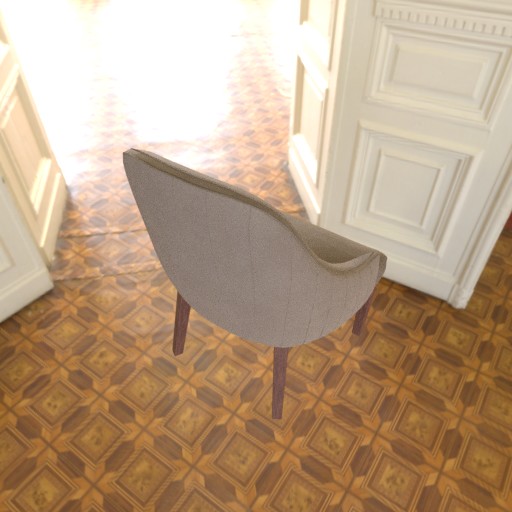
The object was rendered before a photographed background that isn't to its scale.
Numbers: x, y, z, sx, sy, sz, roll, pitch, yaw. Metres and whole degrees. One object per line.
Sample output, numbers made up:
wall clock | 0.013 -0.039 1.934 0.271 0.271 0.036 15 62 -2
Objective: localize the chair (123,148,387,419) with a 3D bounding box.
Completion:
chair | 0.000 0.000 1.317 0.643 0.889 0.575 25 50 24
